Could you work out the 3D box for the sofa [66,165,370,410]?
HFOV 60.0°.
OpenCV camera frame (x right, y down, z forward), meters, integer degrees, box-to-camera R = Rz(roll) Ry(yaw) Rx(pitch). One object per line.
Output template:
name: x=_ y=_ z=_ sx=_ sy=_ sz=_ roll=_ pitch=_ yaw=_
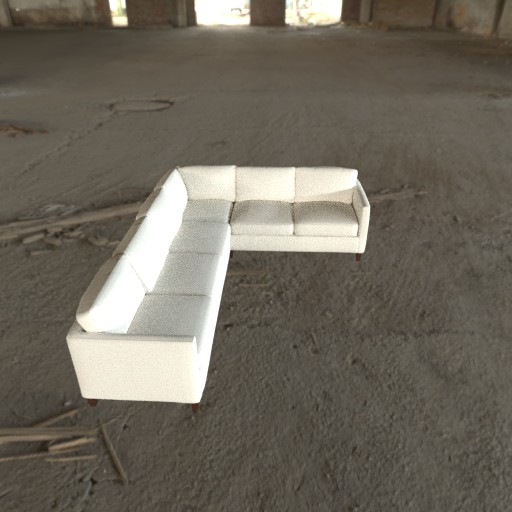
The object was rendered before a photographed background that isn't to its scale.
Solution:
sofa: x=0.000 y=0.000 z=4.556 sx=2.593 sy=0.947 sz=3.302 roll=1 pitch=30 yaw=2
